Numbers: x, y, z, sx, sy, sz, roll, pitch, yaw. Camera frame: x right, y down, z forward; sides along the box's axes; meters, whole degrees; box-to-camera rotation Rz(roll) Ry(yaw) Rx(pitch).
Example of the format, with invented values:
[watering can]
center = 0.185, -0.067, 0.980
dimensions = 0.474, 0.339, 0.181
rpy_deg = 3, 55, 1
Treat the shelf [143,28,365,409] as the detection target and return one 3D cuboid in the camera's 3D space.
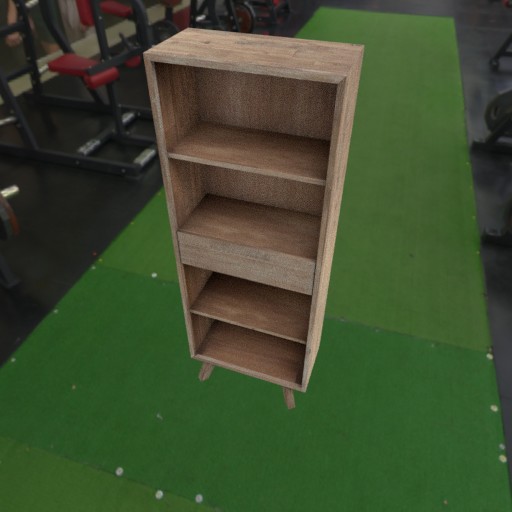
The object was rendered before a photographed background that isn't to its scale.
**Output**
[shelf]
center = 0.000, 0.000, 1.526
dimensions = 0.491, 1.342, 0.267
rpy_deg = 13, 43, 15
